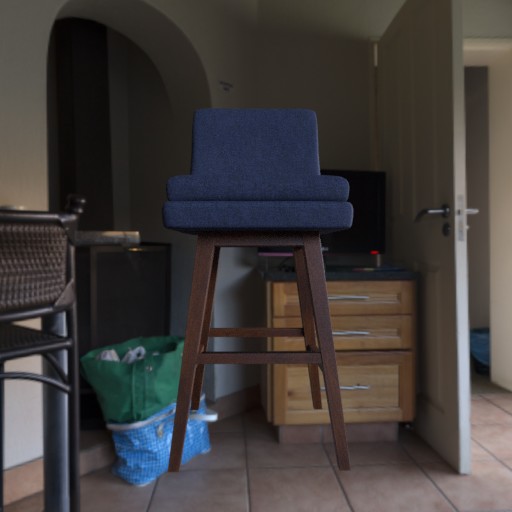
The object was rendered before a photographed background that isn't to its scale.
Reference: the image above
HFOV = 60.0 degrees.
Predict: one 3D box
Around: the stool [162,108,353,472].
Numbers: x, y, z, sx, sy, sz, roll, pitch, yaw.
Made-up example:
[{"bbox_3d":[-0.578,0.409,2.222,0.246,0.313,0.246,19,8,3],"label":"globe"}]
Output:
[{"bbox_3d":[0.000,0.000,1.371,0.489,1.068,0.572,0,1,-1],"label":"stool"}]
